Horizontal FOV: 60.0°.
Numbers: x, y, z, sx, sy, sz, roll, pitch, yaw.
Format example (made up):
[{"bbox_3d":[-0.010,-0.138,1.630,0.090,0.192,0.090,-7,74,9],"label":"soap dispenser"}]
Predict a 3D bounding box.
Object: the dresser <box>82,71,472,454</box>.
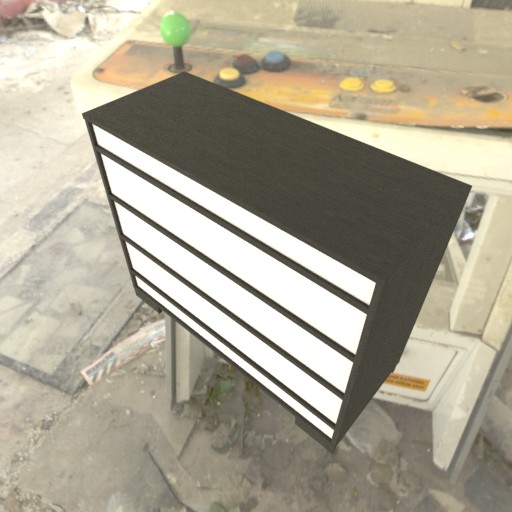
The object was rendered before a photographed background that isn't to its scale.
[{"bbox_3d":[0.000,0.000,1.447,0.994,0.816,0.404,32,53,28],"label":"dresser"}]
